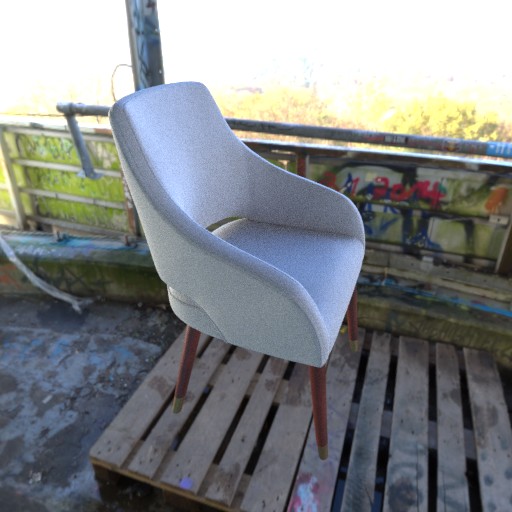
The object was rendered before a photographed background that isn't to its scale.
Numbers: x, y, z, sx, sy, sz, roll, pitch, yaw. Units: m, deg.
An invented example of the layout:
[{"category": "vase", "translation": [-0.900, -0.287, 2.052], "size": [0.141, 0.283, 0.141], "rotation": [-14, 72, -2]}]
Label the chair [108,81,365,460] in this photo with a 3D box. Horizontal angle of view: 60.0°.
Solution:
[{"category": "chair", "translation": [0.000, 0.000, 1.277], "size": [0.600, 0.889, 0.609], "rotation": [11, 31, 18]}]
